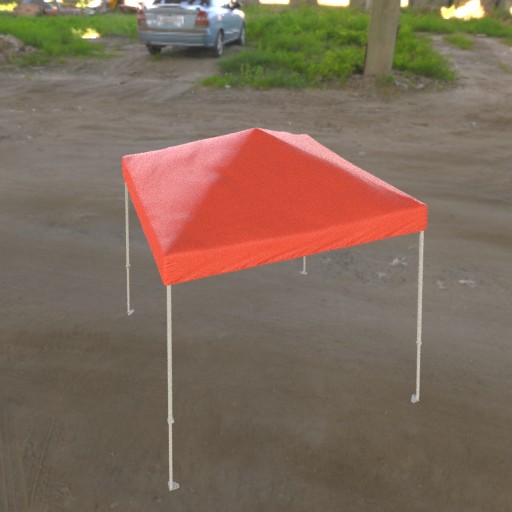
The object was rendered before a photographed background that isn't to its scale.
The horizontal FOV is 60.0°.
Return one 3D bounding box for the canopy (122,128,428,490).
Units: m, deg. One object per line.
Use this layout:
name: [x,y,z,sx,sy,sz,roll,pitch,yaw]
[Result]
canopy: [0.000,0.000,4.948,2.849,2.850,2.850,-12,33,-18]
